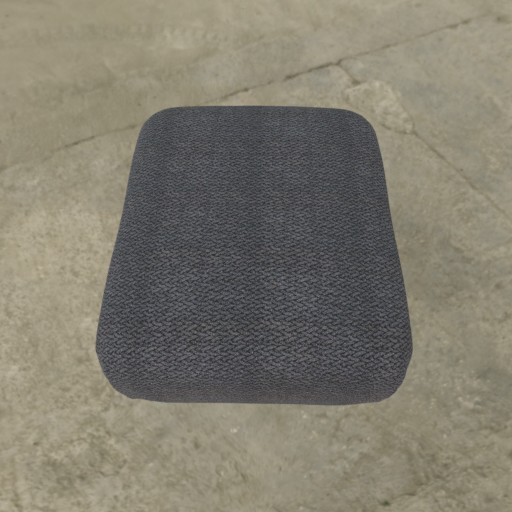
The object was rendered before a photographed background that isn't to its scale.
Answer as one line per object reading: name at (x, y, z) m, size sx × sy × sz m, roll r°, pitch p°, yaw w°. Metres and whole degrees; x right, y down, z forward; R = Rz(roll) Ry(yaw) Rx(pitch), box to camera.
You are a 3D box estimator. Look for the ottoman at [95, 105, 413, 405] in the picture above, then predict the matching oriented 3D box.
ottoman at (0.000, 0.000, 1.124) m, size 0.622 × 0.450 × 0.747 m, roll 1°, pitch 58°, yaw 0°
